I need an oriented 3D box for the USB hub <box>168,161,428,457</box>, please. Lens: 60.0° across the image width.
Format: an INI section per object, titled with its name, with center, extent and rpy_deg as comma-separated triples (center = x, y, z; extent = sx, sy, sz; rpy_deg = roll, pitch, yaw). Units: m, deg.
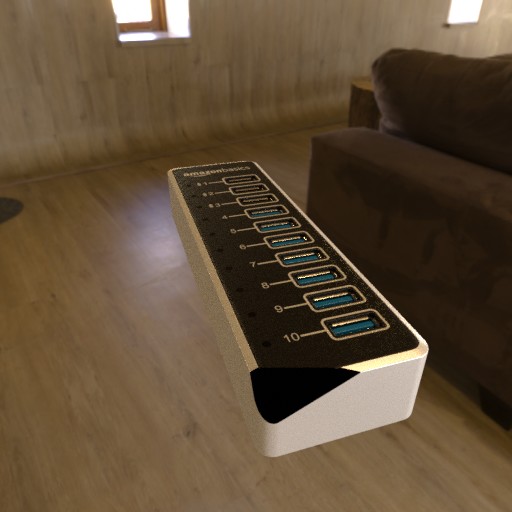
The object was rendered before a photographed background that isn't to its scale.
[USB hub]
center = 0.000, 0.000, 0.164
extent = 0.044, 0.023, 0.145
rpy_deg = -9, 32, -15
